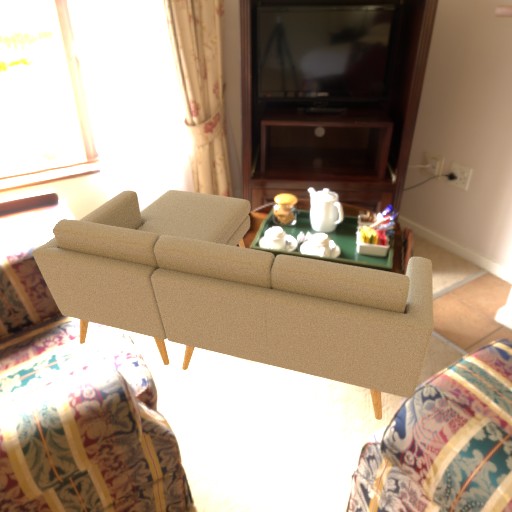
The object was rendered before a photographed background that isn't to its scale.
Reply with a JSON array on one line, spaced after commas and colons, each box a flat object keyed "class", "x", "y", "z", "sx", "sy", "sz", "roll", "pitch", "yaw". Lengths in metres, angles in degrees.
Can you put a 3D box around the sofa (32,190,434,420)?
[{"class": "sofa", "x": 0.000, "y": 0.000, "z": 2.831, "sx": 2.040, "sy": 0.860, "sz": 1.530, "roll": 10, "pitch": 32, "yaw": 16}]
